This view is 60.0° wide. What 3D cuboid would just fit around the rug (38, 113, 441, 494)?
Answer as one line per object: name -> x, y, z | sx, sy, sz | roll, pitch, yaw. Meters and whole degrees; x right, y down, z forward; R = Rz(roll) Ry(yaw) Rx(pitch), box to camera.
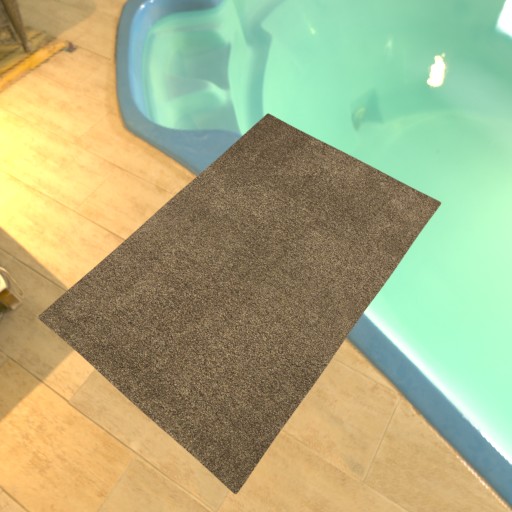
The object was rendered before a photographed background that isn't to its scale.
rug -> 0.000, 0.000, 3.396 | 1.802, 0.026, 2.699 | 33, 63, 19
